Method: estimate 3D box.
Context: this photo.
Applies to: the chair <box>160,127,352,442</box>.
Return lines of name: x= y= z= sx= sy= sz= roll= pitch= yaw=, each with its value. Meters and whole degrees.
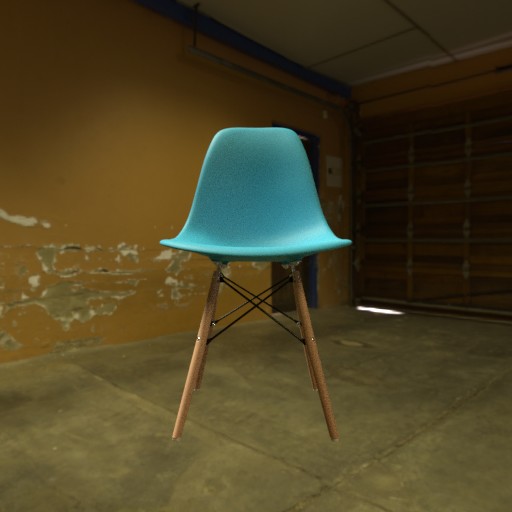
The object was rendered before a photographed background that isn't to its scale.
chair: x=0.000 y=0.000 z=1.182 sx=0.470 sy=0.826 sz=0.531 roll=0 pitch=1 yaw=0
